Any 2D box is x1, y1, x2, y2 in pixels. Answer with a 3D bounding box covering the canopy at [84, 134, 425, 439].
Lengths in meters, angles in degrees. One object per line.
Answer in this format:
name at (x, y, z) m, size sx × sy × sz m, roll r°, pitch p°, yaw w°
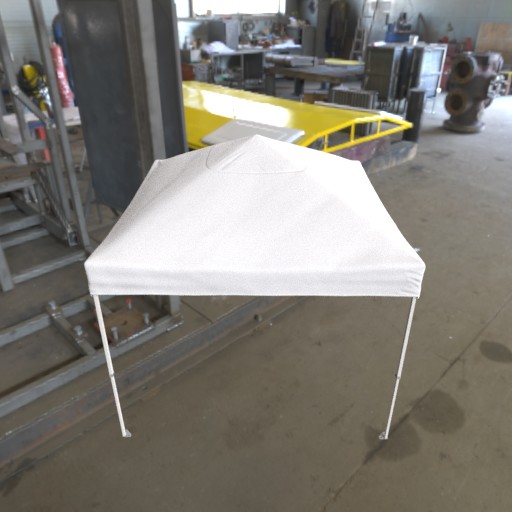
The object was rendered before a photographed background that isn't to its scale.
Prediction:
canopy at (0.000, 0.000, 5.502) m, size 2.996 × 2.997 × 2.998 m, roll 0°, pitch 29°, yaw 1°
